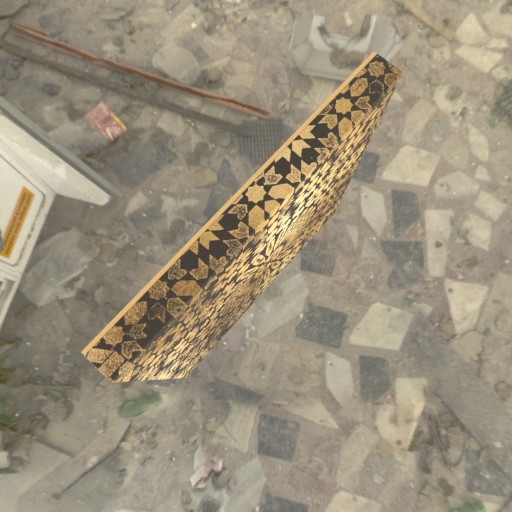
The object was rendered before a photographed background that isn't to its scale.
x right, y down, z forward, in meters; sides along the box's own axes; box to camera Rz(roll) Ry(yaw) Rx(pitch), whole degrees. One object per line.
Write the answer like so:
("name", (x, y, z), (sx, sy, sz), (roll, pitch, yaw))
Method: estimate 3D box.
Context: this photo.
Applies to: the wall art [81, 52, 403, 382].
("wall art", (0.000, 0.000, 0.608), (0.038, 0.405, 0.405), (41, 79, 10))
